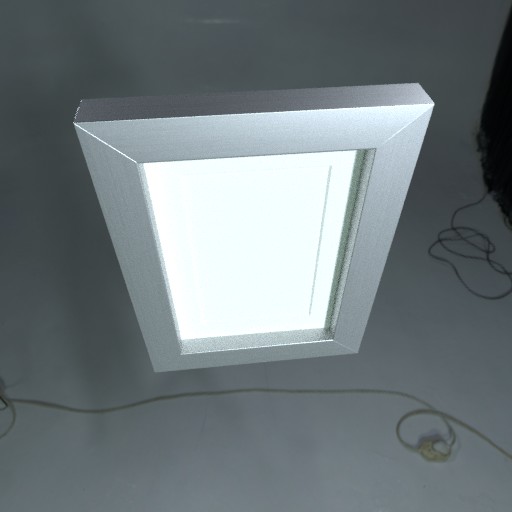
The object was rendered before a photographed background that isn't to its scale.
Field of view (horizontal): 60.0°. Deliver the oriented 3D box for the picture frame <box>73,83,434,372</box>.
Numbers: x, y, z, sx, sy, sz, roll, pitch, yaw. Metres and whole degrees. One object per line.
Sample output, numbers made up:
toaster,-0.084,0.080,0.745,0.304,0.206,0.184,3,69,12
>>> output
picture frame,0.000,0.000,0.276,0.157,0.208,0.028,-4,46,-4
